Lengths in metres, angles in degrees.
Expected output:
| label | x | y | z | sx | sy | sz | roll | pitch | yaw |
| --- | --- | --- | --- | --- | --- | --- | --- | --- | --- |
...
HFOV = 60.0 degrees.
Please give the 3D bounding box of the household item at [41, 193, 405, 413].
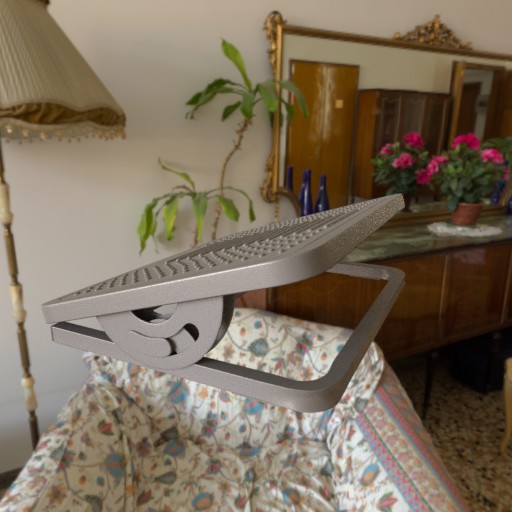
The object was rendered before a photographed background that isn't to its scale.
| label | x | y | z | sx | sy | sz | roll | pitch | yaw |
| --- | --- | --- | --- | --- | --- | --- | --- | --- | --- |
| household item | 0.000 | 0.000 | 0.525 | 0.301 | 0.126 | 0.390 | 7 | 16 | 26 |
